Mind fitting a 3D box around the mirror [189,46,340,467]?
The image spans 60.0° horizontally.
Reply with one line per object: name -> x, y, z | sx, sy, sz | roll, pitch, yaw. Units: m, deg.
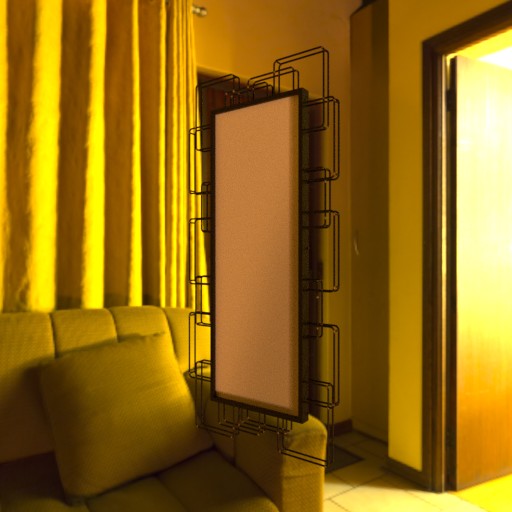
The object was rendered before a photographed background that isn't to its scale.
mirror -> 0.000, 0.000, 1.410 | 0.565, 1.192, 0.037 | 0, 0, 36
